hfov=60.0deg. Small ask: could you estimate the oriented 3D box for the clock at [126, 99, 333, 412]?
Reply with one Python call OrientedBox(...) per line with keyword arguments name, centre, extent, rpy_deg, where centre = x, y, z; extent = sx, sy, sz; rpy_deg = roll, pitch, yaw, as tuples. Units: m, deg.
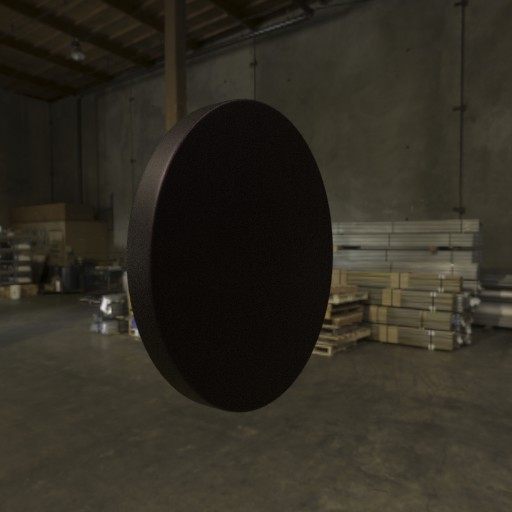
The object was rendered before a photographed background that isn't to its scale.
OrientedBox(name="clock", centre=(0.000, 0.000, 0.468), extent=(0.029, 0.314, 0.314), rpy_deg=(1, 2, 35))
